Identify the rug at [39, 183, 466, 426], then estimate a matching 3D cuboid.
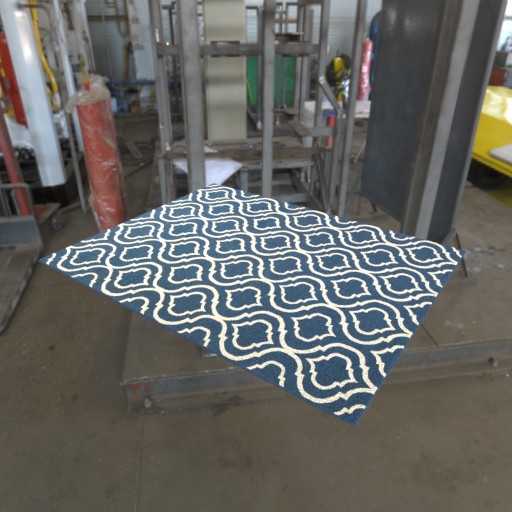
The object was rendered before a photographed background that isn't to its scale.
[{"bbox_3d":[0.000,0.000,3.795,2.881,0.020,2.270,20,35,31],"label":"rug"}]
